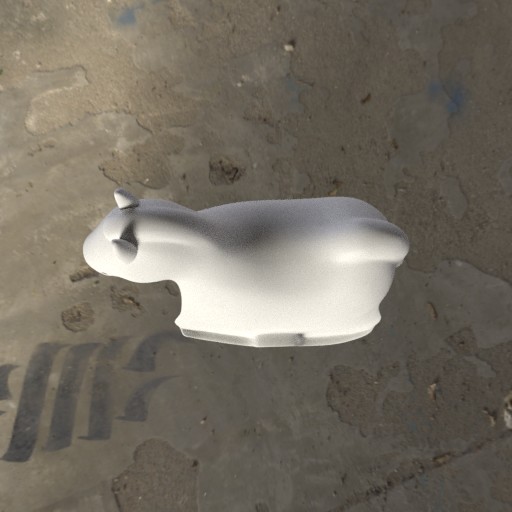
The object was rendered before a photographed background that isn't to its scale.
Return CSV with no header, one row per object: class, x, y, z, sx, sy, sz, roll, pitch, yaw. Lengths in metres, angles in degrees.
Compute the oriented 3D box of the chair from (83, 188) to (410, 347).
chair,0.000,0.000,1.136,0.800,0.612,0.429,-2,75,0
